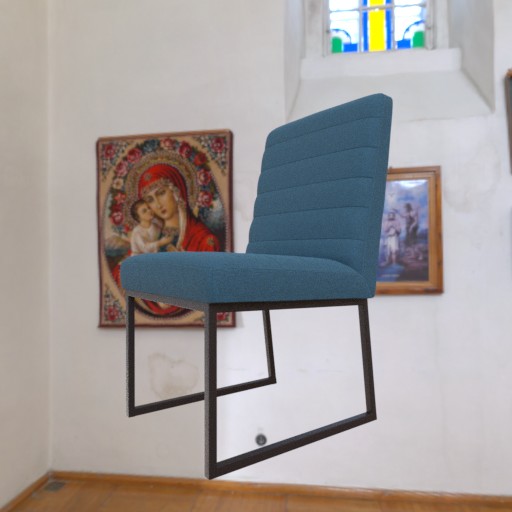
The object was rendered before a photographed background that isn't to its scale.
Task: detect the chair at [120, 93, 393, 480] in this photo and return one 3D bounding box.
[{"bbox_3d":[0.000,0.000,1.284,0.634,0.930,0.520,0,0,-37],"label":"chair"}]
